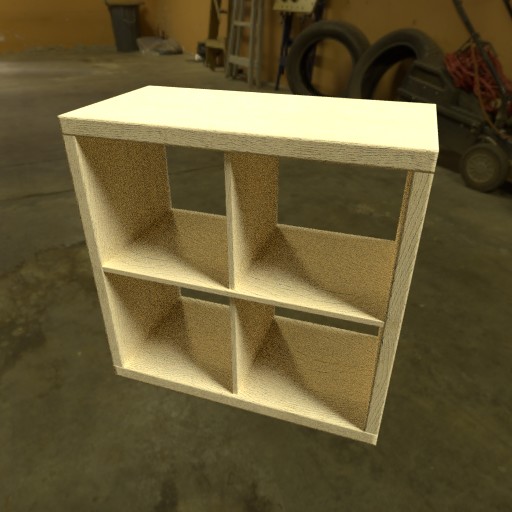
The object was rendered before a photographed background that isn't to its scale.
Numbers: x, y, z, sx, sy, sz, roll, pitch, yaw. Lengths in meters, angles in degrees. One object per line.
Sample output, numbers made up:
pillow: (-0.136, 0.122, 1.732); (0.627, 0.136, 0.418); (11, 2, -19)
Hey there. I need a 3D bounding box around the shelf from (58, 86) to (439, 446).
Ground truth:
shelf: (0.000, 0.000, 1.226); (0.790, 0.786, 0.390); (10, 32, 16)
